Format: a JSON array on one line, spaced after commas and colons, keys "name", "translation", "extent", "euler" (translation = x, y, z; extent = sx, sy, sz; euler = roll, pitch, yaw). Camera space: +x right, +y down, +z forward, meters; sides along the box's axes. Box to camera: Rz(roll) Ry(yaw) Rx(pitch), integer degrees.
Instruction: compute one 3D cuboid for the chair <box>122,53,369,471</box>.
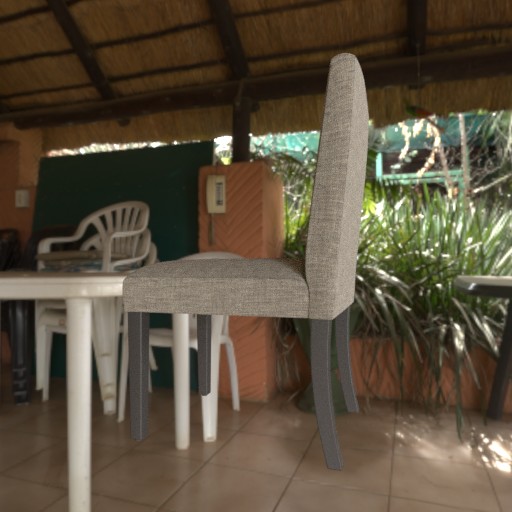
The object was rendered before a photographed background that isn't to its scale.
[{"name": "chair", "translation": [0.000, 0.000, 1.216], "extent": [0.580, 0.917, 0.451], "euler": [0, -1, 18]}]
